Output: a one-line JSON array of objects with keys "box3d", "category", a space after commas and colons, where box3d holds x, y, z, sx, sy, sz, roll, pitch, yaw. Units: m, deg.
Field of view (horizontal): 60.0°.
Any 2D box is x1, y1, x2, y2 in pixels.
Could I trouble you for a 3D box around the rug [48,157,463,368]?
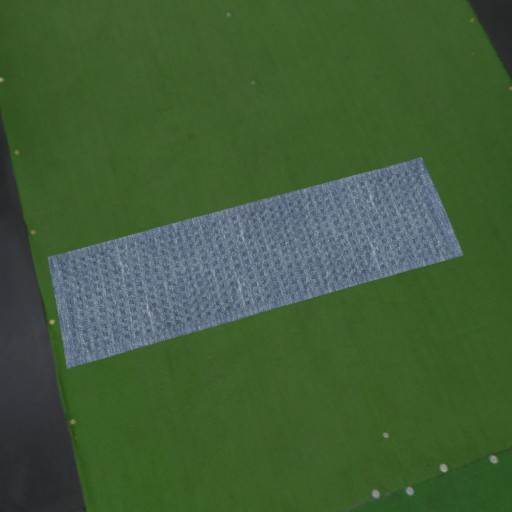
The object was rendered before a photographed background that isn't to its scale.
[{"box3d": [0.000, 0.000, 2.704, 2.443, 0.008, 0.688, -15, 76, -4], "category": "rug"}]
